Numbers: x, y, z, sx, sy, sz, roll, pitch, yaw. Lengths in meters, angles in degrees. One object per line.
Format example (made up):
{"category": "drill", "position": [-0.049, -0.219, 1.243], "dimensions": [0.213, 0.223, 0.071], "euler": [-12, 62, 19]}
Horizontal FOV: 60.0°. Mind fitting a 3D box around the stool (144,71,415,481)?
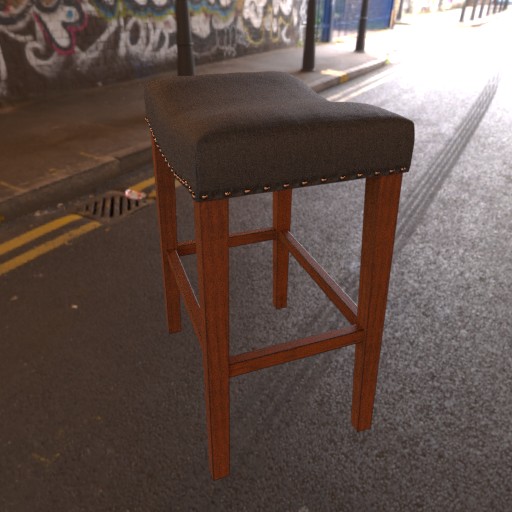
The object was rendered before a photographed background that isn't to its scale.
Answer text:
{"category": "stool", "position": [0.000, 0.000, 0.845], "dimensions": [0.320, 0.612, 0.439], "euler": [-11, 32, -17]}
